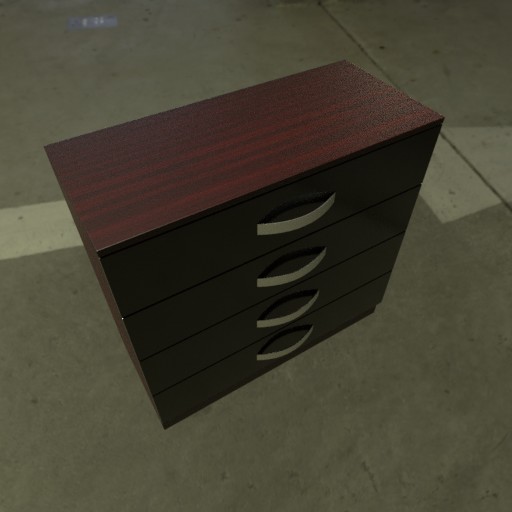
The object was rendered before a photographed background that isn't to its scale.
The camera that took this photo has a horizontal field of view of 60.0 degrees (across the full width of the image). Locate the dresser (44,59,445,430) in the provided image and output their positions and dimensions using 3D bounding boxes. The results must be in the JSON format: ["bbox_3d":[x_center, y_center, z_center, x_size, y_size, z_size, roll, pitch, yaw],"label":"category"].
[{"bbox_3d":[0.000,0.000,1.154,0.750,0.720,0.360,-24,52,-21],"label":"dresser"}]
